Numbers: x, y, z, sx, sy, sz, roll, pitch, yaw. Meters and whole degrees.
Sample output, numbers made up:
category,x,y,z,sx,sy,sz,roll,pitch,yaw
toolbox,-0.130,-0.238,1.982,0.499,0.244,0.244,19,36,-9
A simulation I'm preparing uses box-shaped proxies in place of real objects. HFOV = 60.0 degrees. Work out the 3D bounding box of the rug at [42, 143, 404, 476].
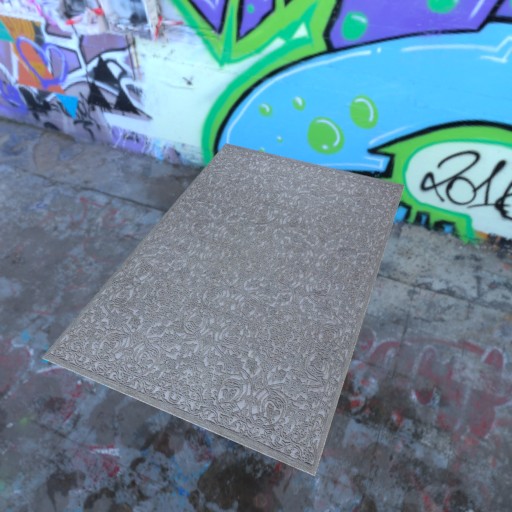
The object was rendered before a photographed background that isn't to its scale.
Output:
category,x,y,z,sx,sy,sz,roll,pitch,yaw
rug,0.000,0.000,2.317,1.221,0.006,1.827,17,48,16
